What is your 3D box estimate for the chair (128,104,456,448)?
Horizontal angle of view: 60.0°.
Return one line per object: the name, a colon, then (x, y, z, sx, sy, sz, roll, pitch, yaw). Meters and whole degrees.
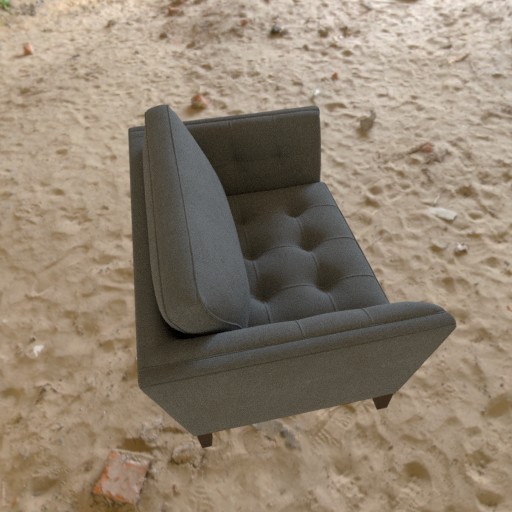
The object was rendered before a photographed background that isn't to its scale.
chair: (0.000, 0.000, 1.961, 0.965, 0.942, 1.396, -9, 47, -9)
